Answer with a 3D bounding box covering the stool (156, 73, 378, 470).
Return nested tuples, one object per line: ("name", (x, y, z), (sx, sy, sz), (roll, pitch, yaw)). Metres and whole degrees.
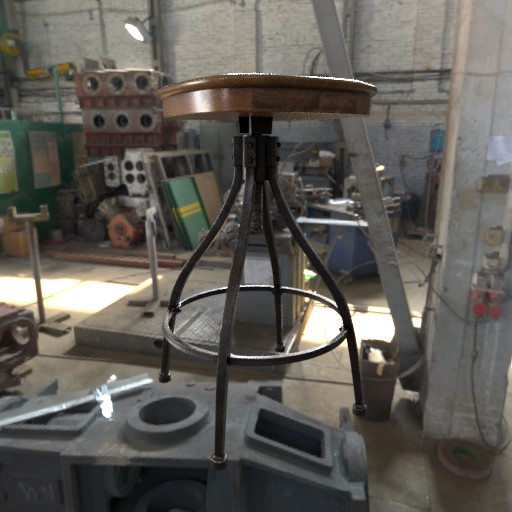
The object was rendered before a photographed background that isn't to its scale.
("stool", (0.000, 0.000, 0.976), (0.424, 0.694, 0.432), (-8, 17, -27))
